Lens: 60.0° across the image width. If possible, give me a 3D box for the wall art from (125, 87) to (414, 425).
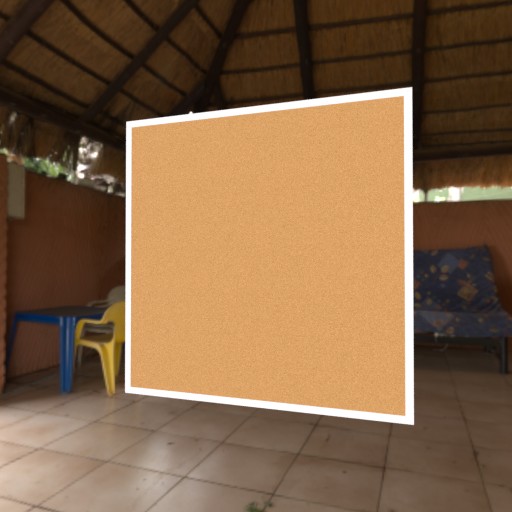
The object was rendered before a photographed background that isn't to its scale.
[{"bbox_3d":[0.000,0.000,1.141,0.762,0.762,0.038,0,-1,19],"label":"wall art"}]
